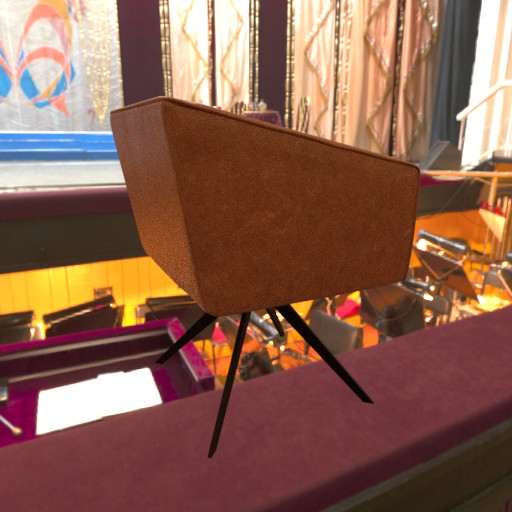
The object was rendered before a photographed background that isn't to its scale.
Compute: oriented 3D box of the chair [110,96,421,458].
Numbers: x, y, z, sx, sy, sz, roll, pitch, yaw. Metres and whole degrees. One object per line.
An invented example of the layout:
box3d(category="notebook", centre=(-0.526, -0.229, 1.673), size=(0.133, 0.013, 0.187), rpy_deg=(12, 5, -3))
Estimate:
box3d(category="chair", centre=(0.000, 0.000, 1.205), size=(0.625, 0.760, 0.588), rpy_deg=(-7, 17, -26))
